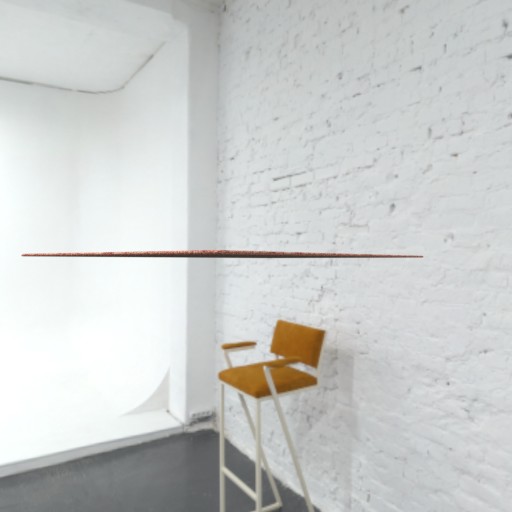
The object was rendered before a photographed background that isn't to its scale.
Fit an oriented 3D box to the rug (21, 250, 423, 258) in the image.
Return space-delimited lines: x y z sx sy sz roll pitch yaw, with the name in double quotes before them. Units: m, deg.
"rug" 0.000 0.000 3.043 1.524 0.015 2.438 0 -1 37
